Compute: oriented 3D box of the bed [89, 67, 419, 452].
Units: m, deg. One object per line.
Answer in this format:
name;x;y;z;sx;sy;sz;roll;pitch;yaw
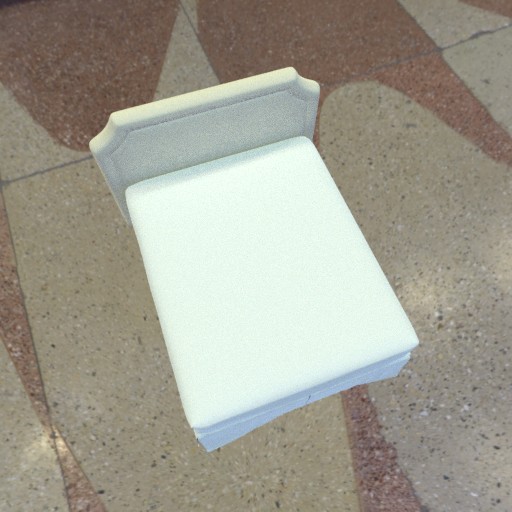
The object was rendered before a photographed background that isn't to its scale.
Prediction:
bed;0.000;0.000;3.289;1.827;1.296;2.209;-18;65;-9
